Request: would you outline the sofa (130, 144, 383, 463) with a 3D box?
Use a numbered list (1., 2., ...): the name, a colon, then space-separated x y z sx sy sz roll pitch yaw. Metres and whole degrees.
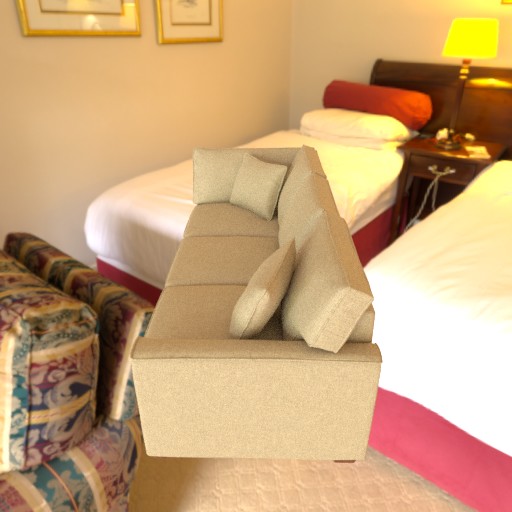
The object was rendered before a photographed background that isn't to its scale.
1. sofa: 0.000 0.000 2.820 1.061 0.962 2.317 1 28 1
